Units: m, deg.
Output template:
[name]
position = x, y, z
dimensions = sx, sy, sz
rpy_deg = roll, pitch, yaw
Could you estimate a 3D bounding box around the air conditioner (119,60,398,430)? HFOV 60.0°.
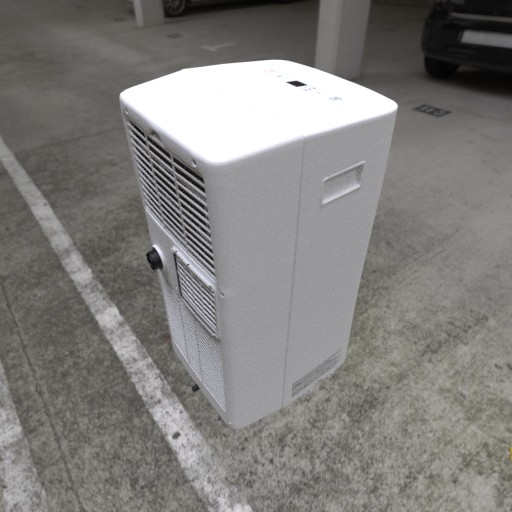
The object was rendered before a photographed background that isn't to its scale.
[air conditioner]
position = 0.000, 0.000, 0.819
dimensions = 0.349, 0.606, 0.304
rpy_deg = -24, 45, -27
